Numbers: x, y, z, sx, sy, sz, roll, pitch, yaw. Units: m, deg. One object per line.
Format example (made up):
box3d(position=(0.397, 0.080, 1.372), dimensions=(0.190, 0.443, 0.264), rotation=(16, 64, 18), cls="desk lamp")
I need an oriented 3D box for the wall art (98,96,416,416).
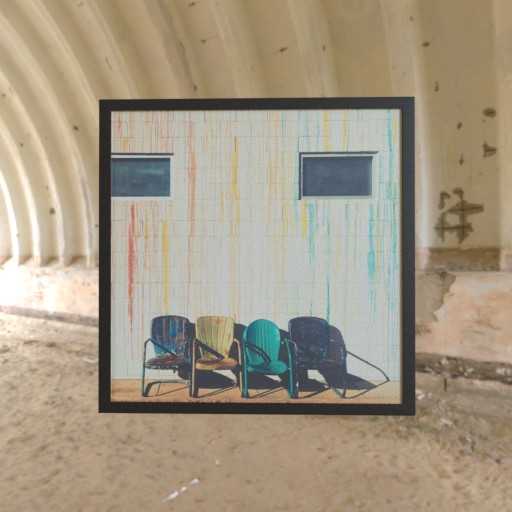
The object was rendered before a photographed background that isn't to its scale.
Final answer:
box3d(position=(0.000, 0.000, 0.443), dimensions=(0.304, 0.304, 0.038), rotation=(0, 0, 1), cls="wall art")
